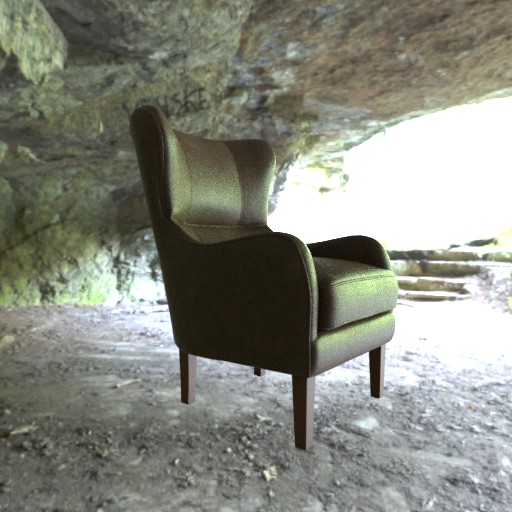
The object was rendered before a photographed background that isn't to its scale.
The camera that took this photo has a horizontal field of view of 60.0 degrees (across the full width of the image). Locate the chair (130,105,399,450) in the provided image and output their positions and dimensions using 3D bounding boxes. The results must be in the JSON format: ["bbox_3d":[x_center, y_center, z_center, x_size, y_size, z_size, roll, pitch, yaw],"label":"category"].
[{"bbox_3d":[0.000,0.000,1.646,0.914,1.048,0.692,1,2,38],"label":"chair"}]
